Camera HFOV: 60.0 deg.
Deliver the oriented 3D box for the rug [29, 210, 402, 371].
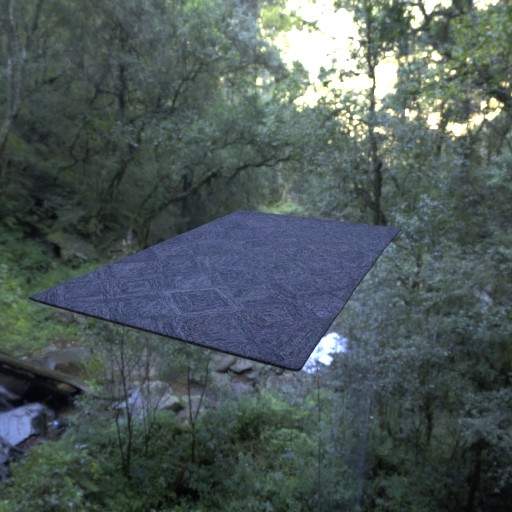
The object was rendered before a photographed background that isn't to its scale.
[{"bbox_3d":[0.000,0.000,2.249,1.158,0.013,1.752,9,21,25],"label":"rug"}]
